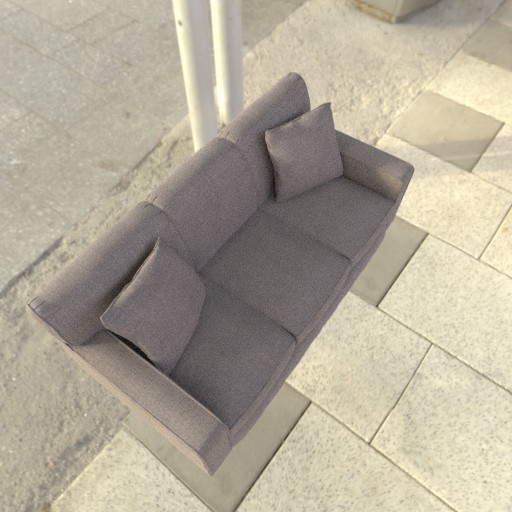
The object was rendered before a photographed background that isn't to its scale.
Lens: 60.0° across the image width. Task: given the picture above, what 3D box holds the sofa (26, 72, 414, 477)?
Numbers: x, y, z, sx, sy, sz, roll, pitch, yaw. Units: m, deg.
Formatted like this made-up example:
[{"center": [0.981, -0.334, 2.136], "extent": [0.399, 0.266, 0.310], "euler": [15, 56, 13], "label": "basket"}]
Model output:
[{"center": [0.000, 0.000, 2.498], "extent": [0.997, 0.958, 2.024], "euler": [31, 62, 19], "label": "sofa"}]
